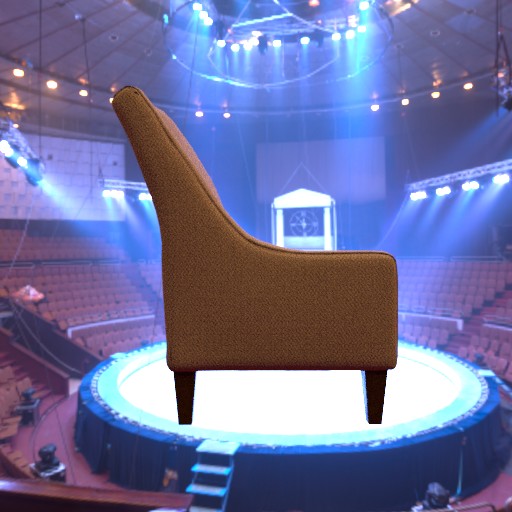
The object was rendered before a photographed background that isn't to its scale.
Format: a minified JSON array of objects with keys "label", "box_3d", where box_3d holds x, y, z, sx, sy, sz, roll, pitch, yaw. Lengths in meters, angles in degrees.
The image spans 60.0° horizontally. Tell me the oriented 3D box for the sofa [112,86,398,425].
[{"label":"sofa","box_3d":[0.000,0.000,1.916,0.870,1.022,1.242,0,0,0]}]
